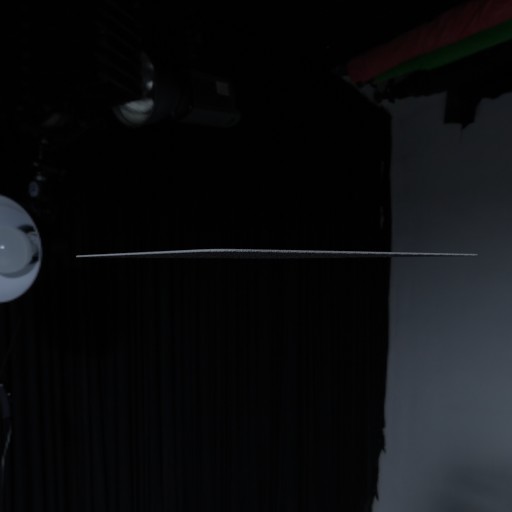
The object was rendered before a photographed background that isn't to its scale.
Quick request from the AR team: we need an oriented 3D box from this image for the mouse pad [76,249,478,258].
[{"bbox_3d":[0.000,0.000,0.631,0.393,0.002,0.451,1,-1,-35],"label":"mouse pad"}]
